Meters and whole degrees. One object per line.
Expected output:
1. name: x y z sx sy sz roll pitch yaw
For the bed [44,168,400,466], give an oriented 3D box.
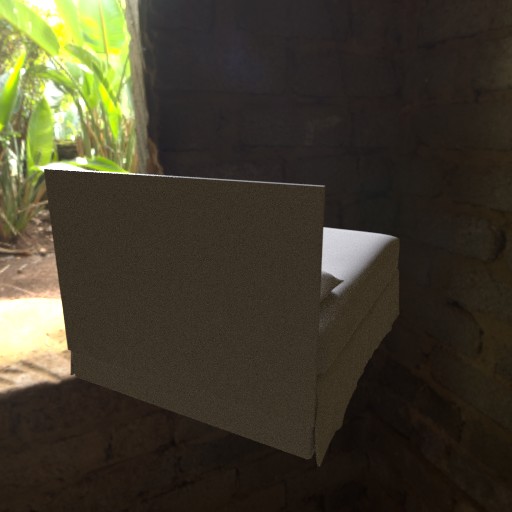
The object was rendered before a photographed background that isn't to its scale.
1. bed: 0.000 0.000 3.160 1.745 1.335 2.094 8 18 26
